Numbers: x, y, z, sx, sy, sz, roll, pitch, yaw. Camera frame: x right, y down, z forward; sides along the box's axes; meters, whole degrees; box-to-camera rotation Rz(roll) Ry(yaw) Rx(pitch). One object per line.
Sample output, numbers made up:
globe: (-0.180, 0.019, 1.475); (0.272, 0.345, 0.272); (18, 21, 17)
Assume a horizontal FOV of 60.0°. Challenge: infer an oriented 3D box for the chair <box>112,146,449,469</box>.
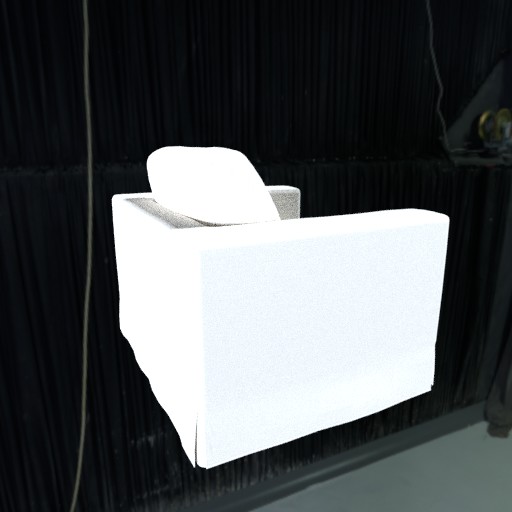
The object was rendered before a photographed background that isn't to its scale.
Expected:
chair: (0.000, 0.000, 1.825); (0.957, 0.878, 1.150); (-7, 17, -26)
